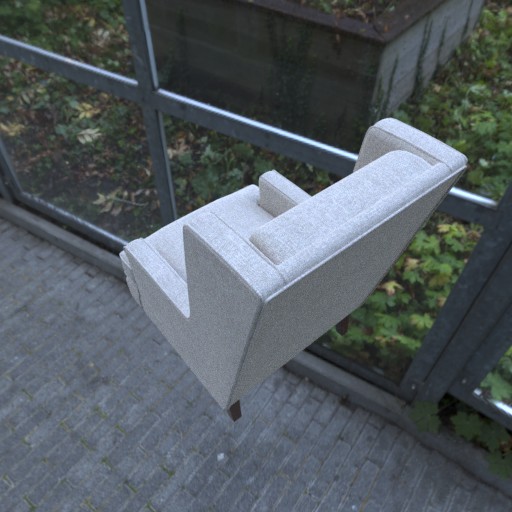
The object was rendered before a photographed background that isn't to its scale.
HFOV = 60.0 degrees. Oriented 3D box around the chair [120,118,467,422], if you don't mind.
[{"bbox_3d":[0.000,0.000,1.691,0.764,1.082,0.948,-31,55,-25],"label":"chair"}]
